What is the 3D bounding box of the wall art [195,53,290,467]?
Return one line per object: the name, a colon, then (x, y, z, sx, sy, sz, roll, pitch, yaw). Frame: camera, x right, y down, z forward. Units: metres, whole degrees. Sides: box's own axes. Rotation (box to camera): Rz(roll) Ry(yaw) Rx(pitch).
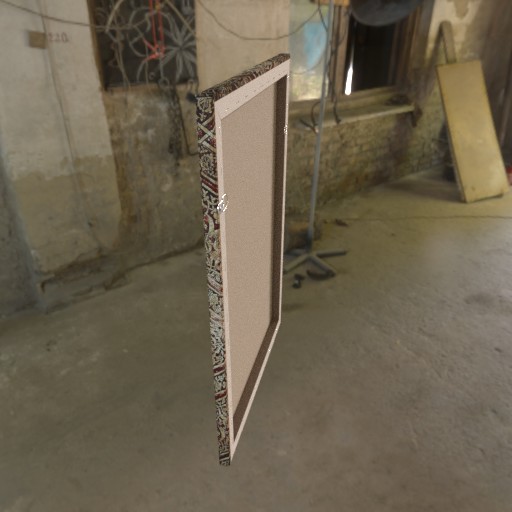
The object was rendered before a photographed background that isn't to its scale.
wall art: (0.000, 0.000, 1.153, 0.030, 0.904, 0.599, 8, 31, 13)
